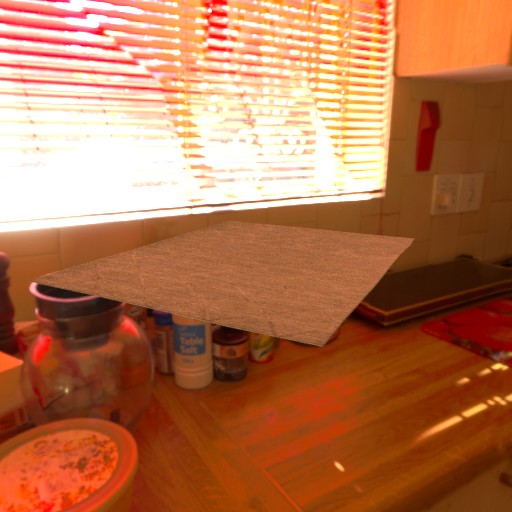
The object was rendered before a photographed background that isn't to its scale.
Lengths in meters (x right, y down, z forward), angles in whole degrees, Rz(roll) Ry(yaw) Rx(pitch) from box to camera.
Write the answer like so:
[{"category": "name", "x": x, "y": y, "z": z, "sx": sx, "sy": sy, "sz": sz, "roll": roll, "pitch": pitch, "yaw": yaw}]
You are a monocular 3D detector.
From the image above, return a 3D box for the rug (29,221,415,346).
[{"category": "rug", "x": 0.000, "y": 0.000, "z": 4.198, "sx": 2.438, "sy": 0.013, "sz": 3.048, "roll": 8, "pitch": 16, "yaw": 27}]
